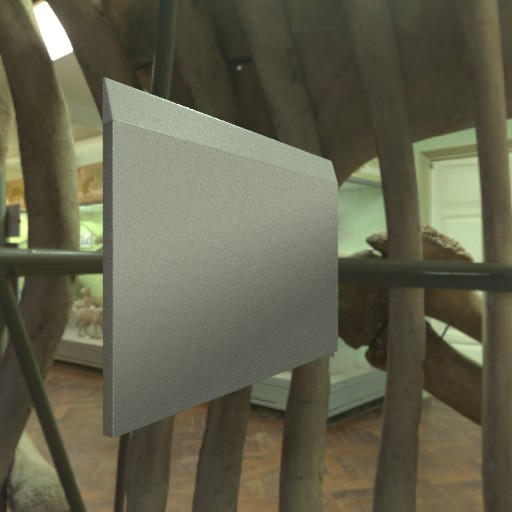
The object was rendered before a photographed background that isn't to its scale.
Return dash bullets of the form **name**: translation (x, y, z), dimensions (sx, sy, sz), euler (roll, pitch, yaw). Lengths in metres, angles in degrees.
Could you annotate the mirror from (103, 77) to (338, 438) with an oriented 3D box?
- **mirror**: translation (0.000, 0.000, 1.123), dimensions (0.030, 0.630, 0.870), euler (0, 0, 37)
